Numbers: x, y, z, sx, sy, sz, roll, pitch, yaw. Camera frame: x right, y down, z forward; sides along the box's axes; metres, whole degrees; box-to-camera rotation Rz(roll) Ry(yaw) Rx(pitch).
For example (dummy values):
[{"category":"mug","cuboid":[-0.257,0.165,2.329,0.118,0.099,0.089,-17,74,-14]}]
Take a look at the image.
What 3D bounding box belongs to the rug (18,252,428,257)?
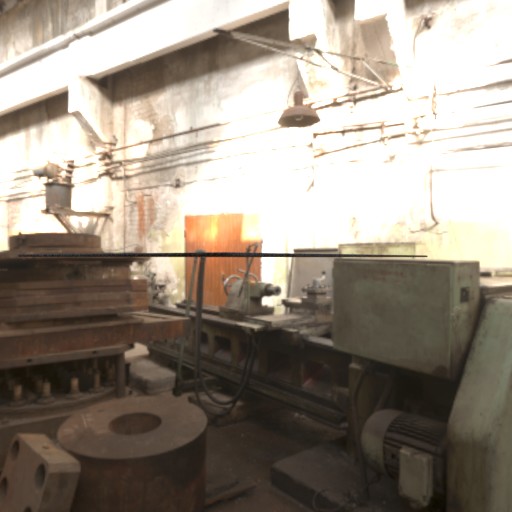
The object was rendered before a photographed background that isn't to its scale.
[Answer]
[{"category":"rug","cuboid":[0.000,0.000,2.178,1.139,0.010,1.754,0,0,37]}]
